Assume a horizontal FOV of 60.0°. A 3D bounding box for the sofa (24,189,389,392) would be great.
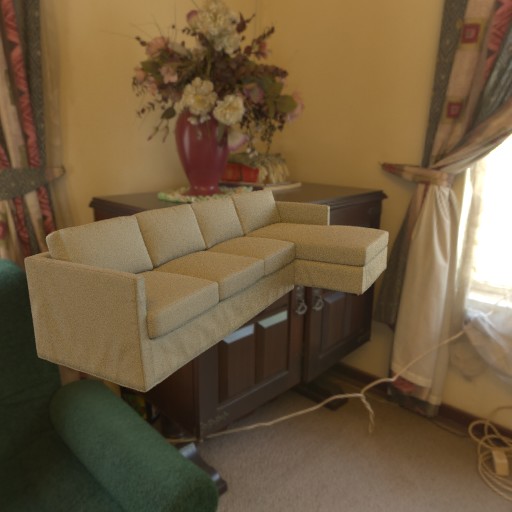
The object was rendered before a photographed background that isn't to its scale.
[{"bbox_3d":[0.000,0.000,3.822,1.622,0.867,3.177,8,16,27],"label":"sofa"}]
